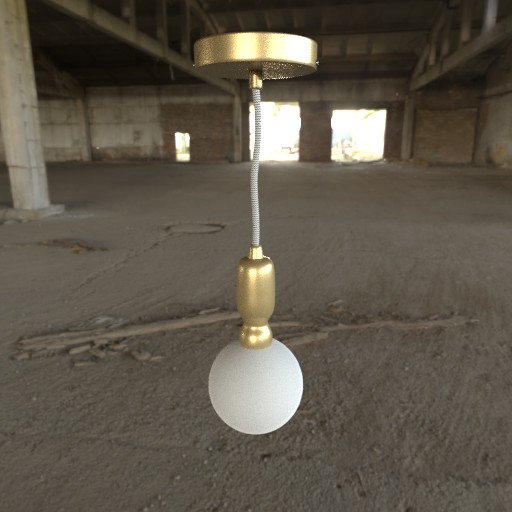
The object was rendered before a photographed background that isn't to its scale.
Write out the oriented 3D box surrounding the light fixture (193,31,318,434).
[{"bbox_3d":[0.000,0.000,0.585,0.147,0.510,0.146,2,15,8],"label":"light fixture"}]
